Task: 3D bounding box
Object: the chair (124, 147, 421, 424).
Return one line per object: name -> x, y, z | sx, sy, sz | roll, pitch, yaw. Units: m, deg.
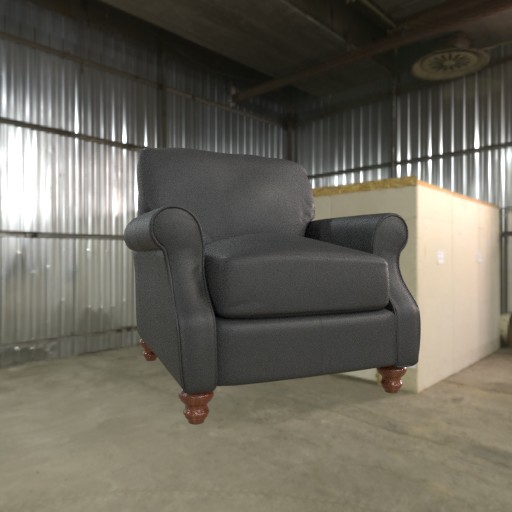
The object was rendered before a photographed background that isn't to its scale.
chair -> 0.000, 0.000, 1.799 | 1.015, 0.960, 1.027 | 0, 1, -18
